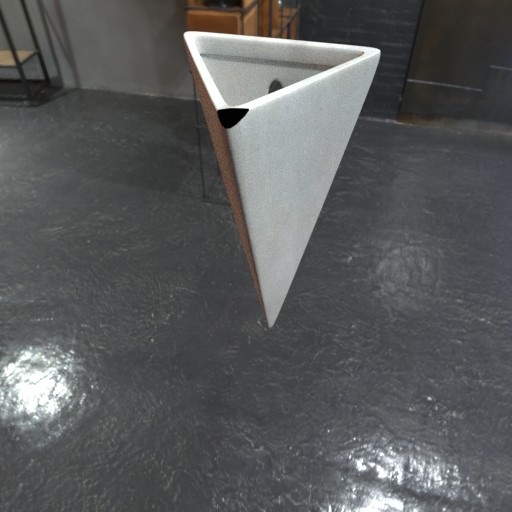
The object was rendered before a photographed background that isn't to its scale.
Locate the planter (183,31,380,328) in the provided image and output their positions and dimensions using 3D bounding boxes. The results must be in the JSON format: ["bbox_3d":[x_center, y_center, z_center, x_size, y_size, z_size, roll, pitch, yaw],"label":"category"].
[{"bbox_3d":[0.000,0.000,0.155,0.058,0.130,0.047,12,43,13],"label":"planter"}]
